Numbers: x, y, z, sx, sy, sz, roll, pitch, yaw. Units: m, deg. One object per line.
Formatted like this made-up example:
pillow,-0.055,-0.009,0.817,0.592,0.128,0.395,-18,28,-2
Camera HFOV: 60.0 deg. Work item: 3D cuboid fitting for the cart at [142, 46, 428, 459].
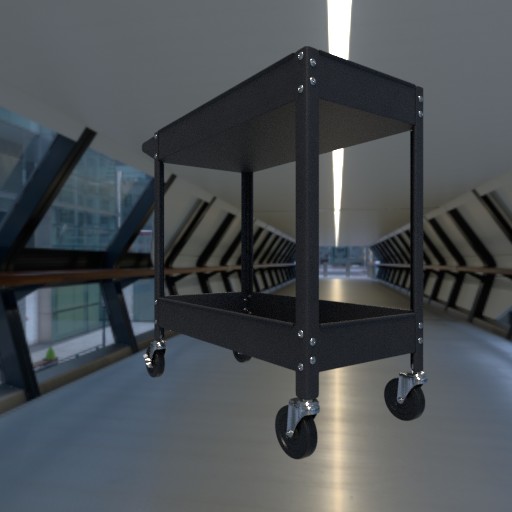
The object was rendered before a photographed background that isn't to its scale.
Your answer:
cart,0.000,0.000,1.156,0.366,0.719,0.779,0,0,-35
